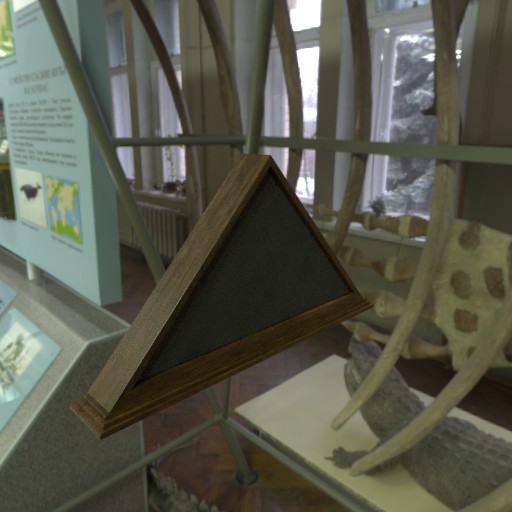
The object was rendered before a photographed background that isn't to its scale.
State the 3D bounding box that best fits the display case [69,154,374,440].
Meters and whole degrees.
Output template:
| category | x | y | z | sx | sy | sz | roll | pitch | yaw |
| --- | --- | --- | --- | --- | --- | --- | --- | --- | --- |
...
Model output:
| category | x | y | z | sx | sy | sz | roll | pitch | yaw |
| --- | --- | --- | --- | --- | --- | --- | --- | --- | --- |
| display case | 0.000 | 0.000 | 0.761 | 0.640 | 0.340 | 0.095 | -14 | 21 | -42 |
